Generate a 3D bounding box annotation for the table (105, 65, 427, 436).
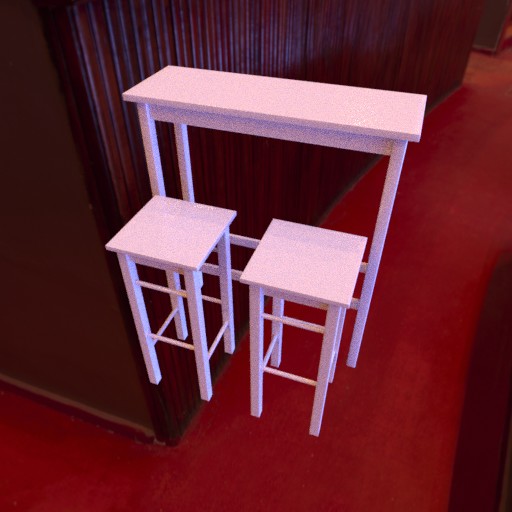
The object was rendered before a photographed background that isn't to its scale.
[{"bbox_3d":[0.000,0.000,1.621,0.915,1.065,0.650,13,41,15],"label":"table"}]
